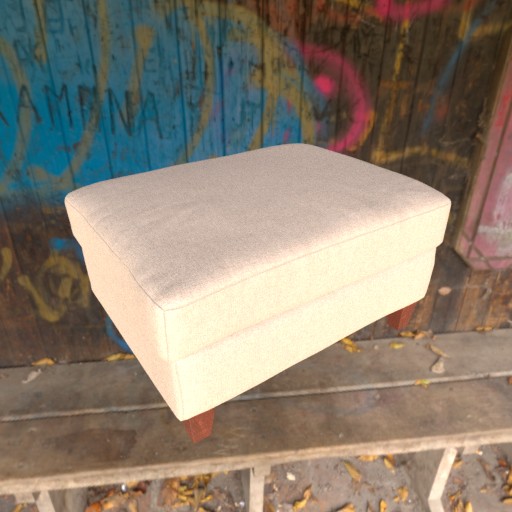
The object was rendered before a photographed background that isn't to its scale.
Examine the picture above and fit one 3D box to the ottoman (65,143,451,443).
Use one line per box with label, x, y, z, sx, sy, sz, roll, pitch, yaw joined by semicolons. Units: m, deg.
ottoman;0.000;0.000;1.342;0.902;0.511;0.692;-19;35;-30
